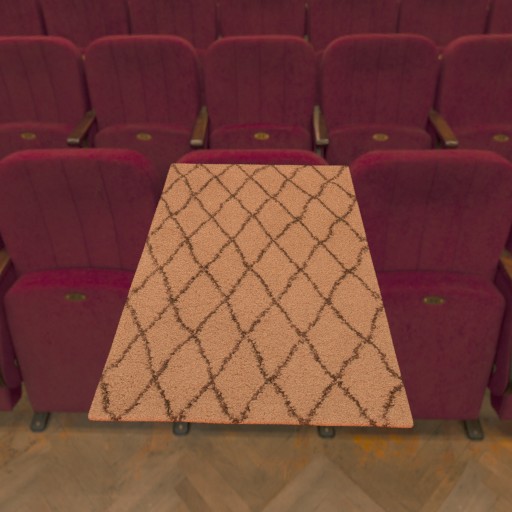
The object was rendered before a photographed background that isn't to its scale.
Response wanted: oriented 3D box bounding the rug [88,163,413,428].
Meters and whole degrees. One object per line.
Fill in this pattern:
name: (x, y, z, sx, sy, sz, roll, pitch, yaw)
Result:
rug: (0.000, 0.000, 3.431, 1.778, 0.030, 2.743, 1, 42, 1)
